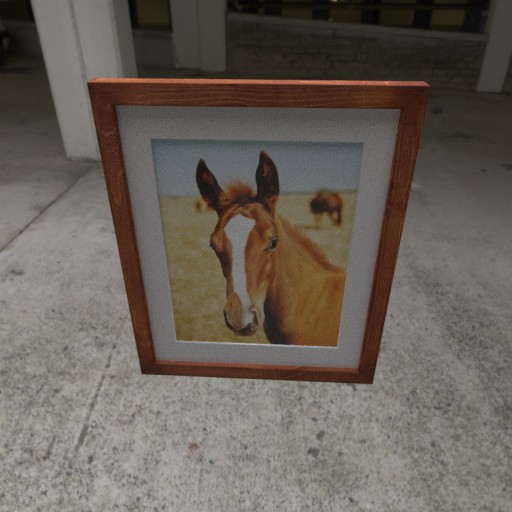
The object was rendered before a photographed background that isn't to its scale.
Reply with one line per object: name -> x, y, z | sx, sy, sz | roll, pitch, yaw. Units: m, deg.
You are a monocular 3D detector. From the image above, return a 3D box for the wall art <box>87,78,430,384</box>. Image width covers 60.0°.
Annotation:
wall art -> 0.000, 0.000, 0.751 | 0.462, 0.558, 0.030 | 2, 31, 3
